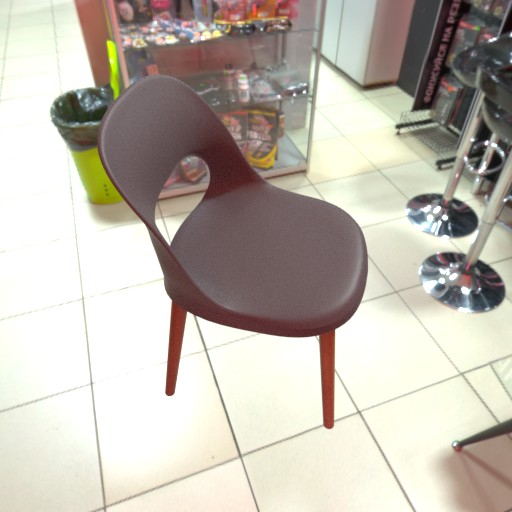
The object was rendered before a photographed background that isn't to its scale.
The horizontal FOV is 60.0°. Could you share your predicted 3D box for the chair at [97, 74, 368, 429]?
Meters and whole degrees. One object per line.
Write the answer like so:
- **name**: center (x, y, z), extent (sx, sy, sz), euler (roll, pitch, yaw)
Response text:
- **chair**: center (0.000, 0.000, 1.122), extent (0.556, 0.795, 0.470), euler (9, 45, 9)
